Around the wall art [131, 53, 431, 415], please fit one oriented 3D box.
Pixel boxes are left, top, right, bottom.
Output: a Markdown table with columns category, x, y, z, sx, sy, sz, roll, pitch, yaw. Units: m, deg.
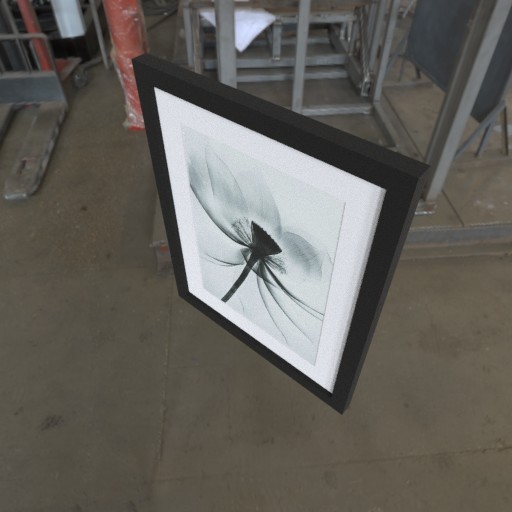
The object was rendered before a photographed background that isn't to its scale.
| category | x | y | z | sx | sy | sz | roll | pitch | yaw |
| --- | --- | --- | --- | --- | --- | --- | --- | --- | --- |
| wall art | 0.000 | 0.000 | 0.763 | 0.457 | 0.559 | 0.029 | 31 | 54 | 26 |
